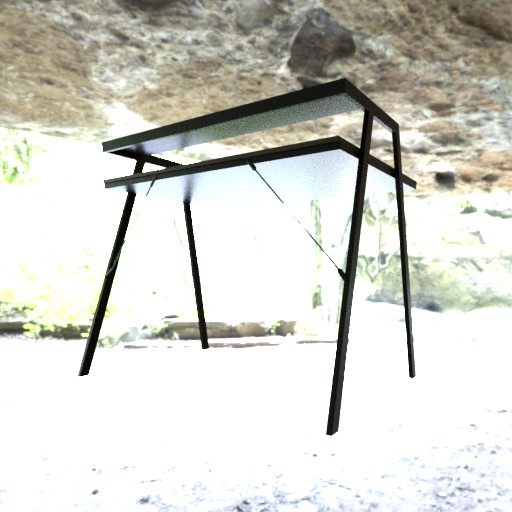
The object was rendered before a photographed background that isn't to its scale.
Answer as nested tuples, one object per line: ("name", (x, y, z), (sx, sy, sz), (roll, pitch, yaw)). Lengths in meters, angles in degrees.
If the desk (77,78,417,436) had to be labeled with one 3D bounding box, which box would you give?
("desk", (0.000, 0.000, 1.897), (1.143, 0.998, 0.936), (-1, -2, 35))
